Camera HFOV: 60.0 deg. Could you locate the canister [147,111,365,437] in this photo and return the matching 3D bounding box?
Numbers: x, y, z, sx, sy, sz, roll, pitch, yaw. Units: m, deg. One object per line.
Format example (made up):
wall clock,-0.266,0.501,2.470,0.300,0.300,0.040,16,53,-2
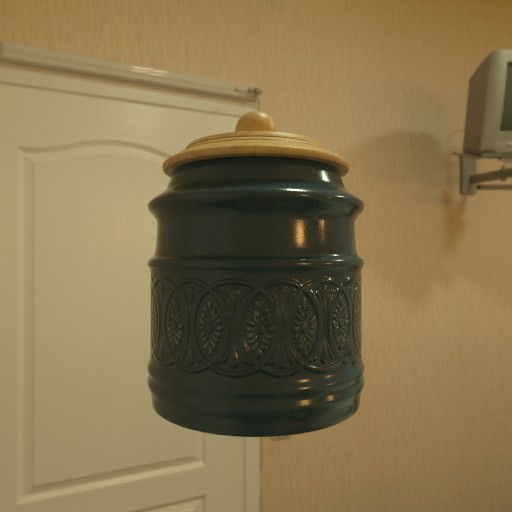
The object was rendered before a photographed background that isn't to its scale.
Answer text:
canister,0.000,0.000,0.272,0.130,0.176,0.130,0,0,0
